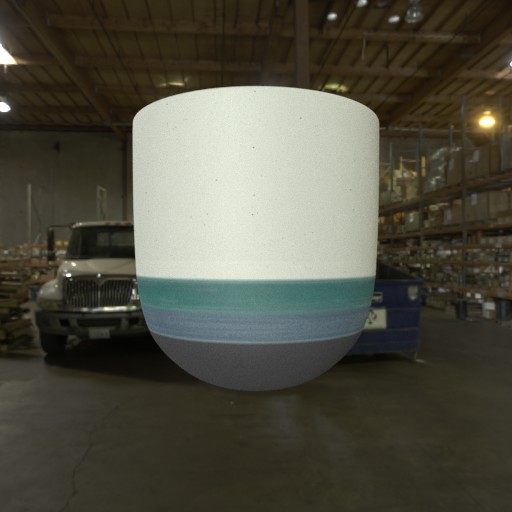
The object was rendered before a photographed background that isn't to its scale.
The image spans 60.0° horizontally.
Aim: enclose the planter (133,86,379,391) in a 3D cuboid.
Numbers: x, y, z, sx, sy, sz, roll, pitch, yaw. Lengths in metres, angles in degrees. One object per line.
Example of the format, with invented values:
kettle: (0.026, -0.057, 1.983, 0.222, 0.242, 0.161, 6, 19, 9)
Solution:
planter: (0.000, 0.000, 0.380, 0.204, 0.214, 0.204, 0, 0, 0)
